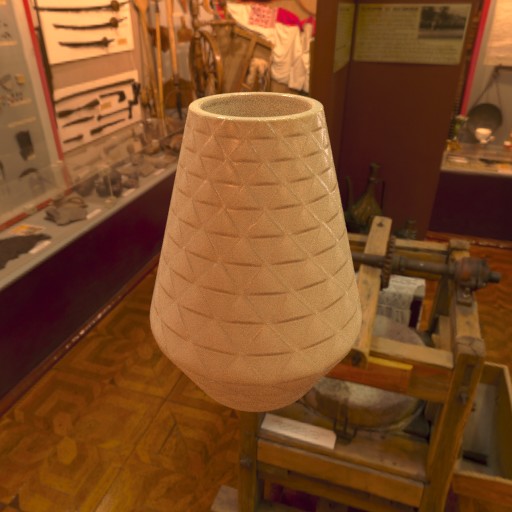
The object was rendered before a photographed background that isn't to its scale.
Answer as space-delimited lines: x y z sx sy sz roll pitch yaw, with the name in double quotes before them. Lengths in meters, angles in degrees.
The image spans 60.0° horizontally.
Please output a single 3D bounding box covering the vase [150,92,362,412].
"vase" 0.000 0.000 0.348 0.175 0.230 0.175 0 30 0
